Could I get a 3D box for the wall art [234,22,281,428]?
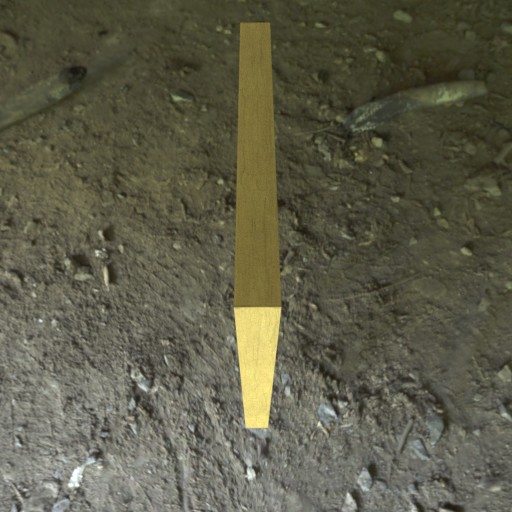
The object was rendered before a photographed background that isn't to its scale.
[{"bbox_3d":[0.000,0.000,0.521,0.030,0.380,0.312,0,58,0],"label":"wall art"}]
